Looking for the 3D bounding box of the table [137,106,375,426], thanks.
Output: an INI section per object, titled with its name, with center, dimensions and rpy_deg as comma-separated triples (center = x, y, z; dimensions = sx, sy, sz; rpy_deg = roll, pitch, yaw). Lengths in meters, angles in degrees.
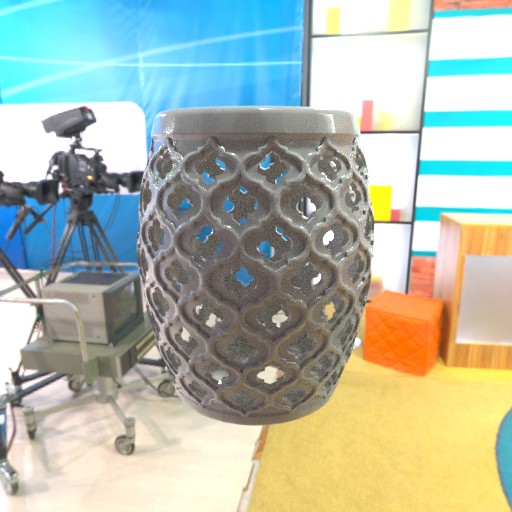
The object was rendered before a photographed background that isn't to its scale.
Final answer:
[table]
center = 0.000, 0.000, 0.632
dimensions = 0.325, 0.388, 0.325
rpy_deg = 0, 14, 0
